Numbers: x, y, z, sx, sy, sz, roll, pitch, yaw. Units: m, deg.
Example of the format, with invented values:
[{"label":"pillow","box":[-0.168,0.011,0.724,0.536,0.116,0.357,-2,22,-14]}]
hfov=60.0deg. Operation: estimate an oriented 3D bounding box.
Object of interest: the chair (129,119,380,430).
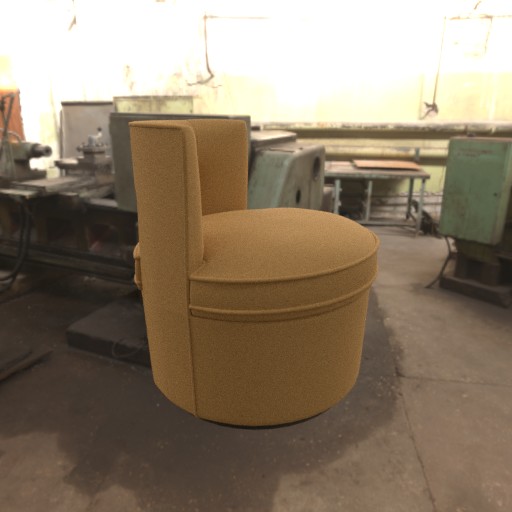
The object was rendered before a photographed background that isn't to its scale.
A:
[{"label":"chair","box":[0.000,0.000,1.235,0.665,0.723,0.650,3,18,9]}]
